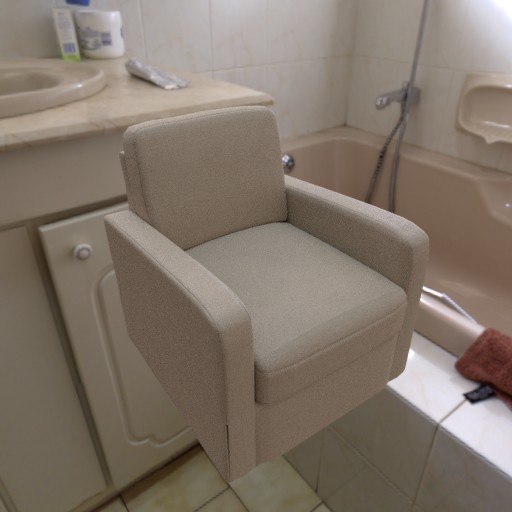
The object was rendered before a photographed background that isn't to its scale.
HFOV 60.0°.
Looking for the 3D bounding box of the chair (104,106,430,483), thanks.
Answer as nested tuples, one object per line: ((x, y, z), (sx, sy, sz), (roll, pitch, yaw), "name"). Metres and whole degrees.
((0.000, 0.000, 1.488), (0.755, 0.827, 0.888), (-20, 36, -29), "chair")
